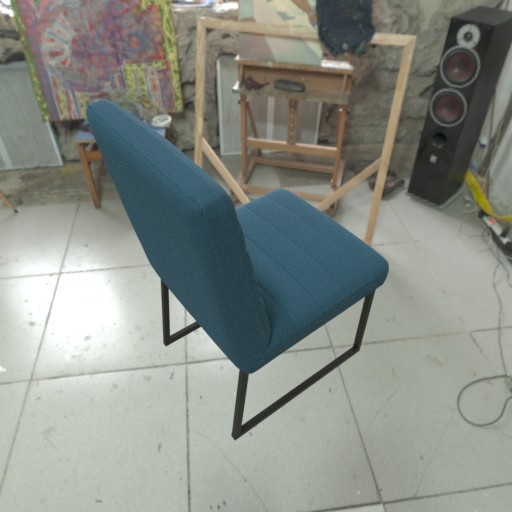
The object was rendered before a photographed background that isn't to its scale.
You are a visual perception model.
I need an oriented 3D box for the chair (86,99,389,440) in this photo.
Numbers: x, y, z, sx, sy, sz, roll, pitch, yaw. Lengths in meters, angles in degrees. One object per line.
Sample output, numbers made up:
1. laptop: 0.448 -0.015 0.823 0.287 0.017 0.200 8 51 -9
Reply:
1. chair: 0.000 0.000 1.308 0.634 0.930 0.520 -27 49 -26
